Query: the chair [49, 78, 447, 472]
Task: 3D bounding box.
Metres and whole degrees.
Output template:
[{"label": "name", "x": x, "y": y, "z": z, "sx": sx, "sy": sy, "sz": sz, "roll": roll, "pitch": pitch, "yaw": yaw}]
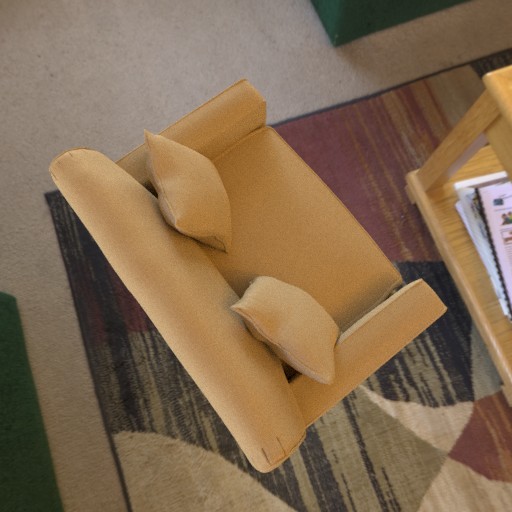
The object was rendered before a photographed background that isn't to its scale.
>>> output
[{"label": "chair", "x": 0.000, "y": 0.000, "z": 2.018, "sx": 1.000, "sy": 0.948, "sz": 1.383, "roll": -37, "pitch": 78, "yaw": -9}]
